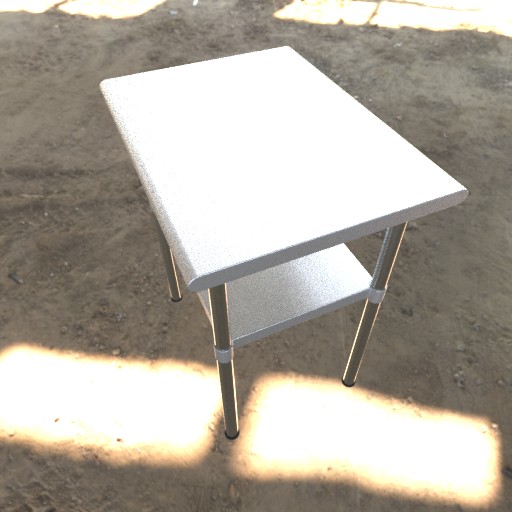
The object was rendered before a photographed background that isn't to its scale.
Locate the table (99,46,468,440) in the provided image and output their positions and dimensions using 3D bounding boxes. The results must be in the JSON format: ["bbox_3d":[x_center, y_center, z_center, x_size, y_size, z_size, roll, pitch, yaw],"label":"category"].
[{"bbox_3d":[0.000,0.000,1.343,0.584,0.876,0.762,-18,49,-16],"label":"table"}]
